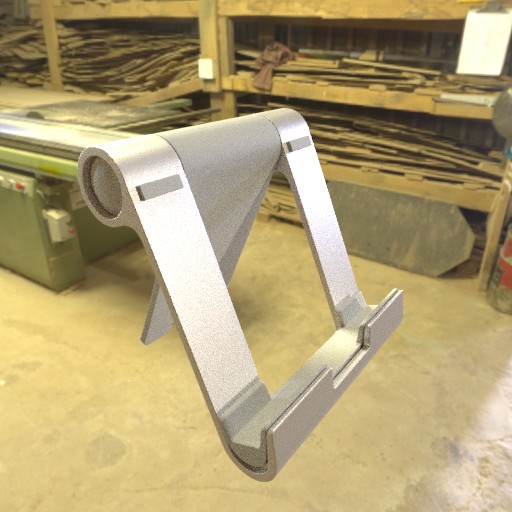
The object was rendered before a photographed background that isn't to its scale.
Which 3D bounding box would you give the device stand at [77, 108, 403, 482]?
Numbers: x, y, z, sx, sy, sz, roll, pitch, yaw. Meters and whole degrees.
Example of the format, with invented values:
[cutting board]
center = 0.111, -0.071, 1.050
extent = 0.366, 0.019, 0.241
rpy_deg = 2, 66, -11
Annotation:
[device stand]
center = 0.000, 0.000, 0.150
extent = 0.079, 0.084, 0.086
rpy_deg = 19, 32, 33
